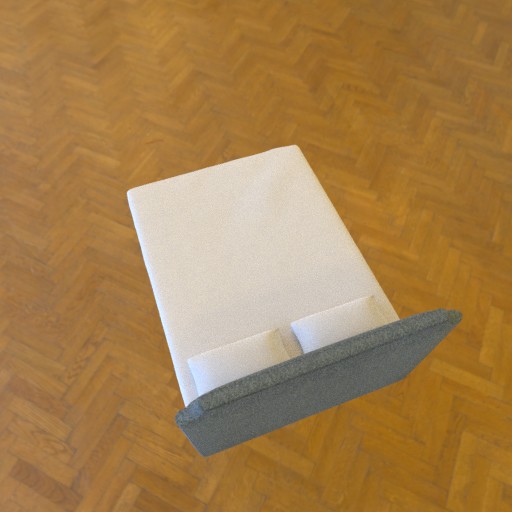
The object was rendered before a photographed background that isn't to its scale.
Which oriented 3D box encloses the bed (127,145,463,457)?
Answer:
[{"bbox_3d":[0.000,0.000,3.468,1.712,1.443,2.372,-17,60,-11],"label":"bed"}]
